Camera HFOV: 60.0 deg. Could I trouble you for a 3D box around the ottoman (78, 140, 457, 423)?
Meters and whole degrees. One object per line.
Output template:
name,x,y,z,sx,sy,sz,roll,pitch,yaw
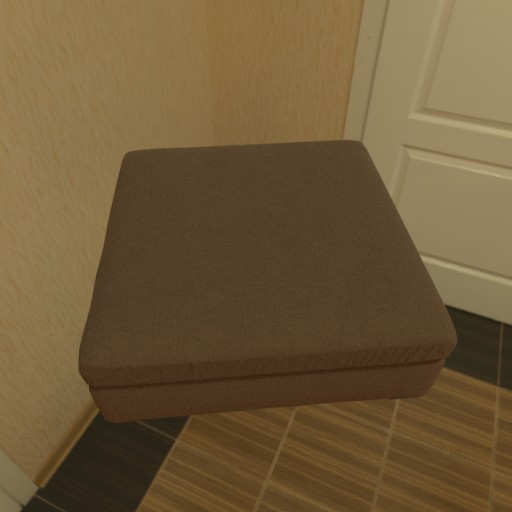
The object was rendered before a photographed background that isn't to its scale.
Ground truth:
ottoman,0.000,0.000,1.838,1.181,0.470,1.181,-4,45,-4
